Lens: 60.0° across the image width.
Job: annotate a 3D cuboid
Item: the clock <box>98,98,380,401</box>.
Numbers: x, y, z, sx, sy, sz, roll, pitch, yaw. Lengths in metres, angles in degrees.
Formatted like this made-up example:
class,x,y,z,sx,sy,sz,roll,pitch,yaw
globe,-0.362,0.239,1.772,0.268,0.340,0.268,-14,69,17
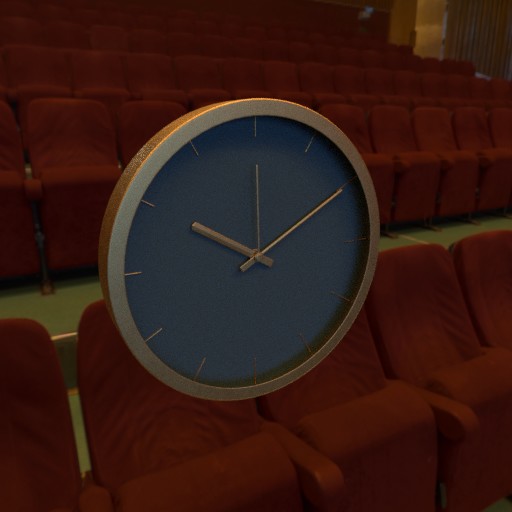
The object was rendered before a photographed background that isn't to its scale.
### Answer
class,x,y,z,sx,sy,sz,roll,pitch,yaw
clock,0.000,0.000,0.470,0.314,0.314,0.040,-9,18,-28
